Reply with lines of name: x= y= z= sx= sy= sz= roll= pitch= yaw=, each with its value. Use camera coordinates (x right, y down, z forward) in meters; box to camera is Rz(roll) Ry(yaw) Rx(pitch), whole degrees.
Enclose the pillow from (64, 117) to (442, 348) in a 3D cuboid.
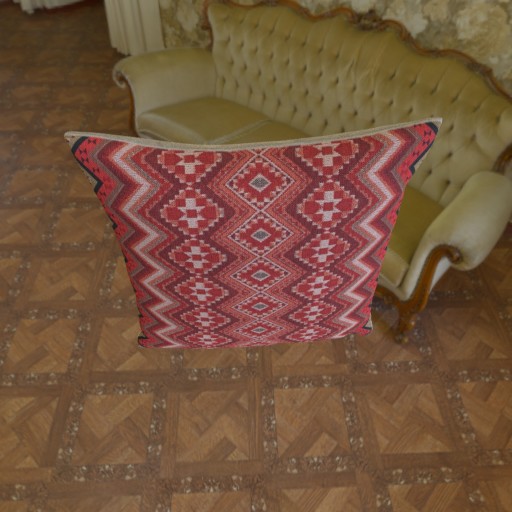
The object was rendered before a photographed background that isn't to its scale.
pillow: x=0.000 y=0.000 z=0.781 sx=0.513 sy=0.511 sz=0.158 roll=-3 pitch=46 yaw=-3
